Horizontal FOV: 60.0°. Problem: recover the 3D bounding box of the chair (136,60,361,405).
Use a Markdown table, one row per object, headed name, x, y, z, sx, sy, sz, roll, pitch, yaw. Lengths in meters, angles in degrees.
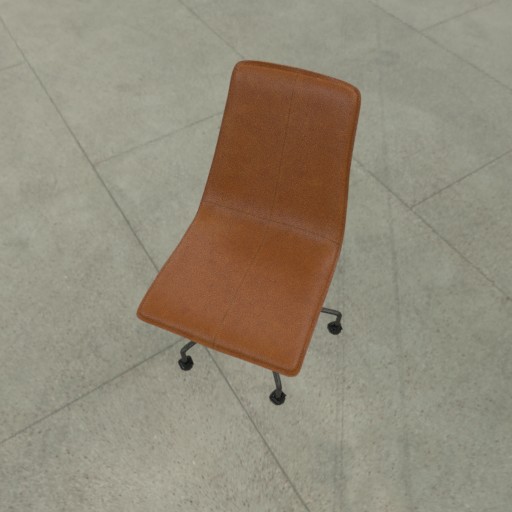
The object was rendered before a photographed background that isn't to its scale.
| name | x | y | z | sx | sy | sz | roll | pitch | yaw |
| --- | --- | --- | --- | --- | --- | --- | --- | --- | --- |
| chair | 0.000 | 0.000 | 1.364 | 0.651 | 0.920 | 0.660 | 18 | 57 | 12 |
